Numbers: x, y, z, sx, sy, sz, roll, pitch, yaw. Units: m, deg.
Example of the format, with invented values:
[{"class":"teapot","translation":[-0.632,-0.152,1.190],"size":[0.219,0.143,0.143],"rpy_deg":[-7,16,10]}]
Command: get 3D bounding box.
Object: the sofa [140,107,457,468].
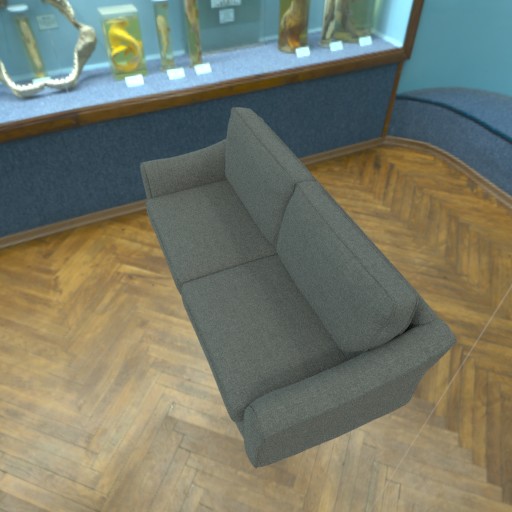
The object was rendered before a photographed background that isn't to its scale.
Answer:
[{"class":"sofa","translation":[0.000,0.000,2.727],"size":[1.013,0.976,2.203],"rpy_deg":[-17,48,-16]}]
